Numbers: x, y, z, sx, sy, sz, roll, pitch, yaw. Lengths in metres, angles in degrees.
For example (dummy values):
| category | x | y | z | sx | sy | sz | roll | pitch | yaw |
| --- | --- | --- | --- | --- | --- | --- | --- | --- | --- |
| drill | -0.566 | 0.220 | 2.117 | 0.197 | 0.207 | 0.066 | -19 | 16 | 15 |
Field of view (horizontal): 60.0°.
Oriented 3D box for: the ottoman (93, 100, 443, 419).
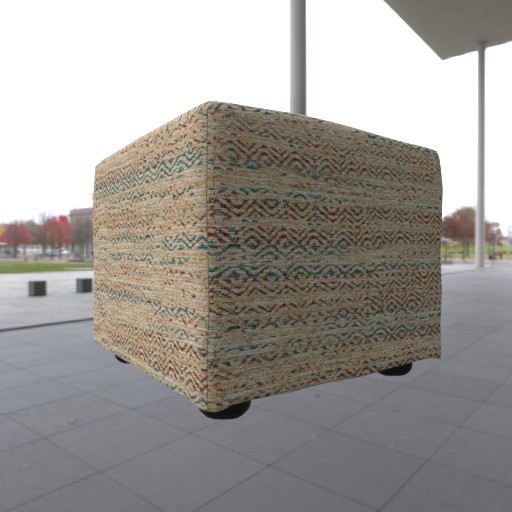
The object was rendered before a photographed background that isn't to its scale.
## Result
| category | x | y | z | sx | sy | sz | roll | pitch | yaw |
| --- | --- | --- | --- | --- | --- | --- | --- | --- | --- |
| ottoman | 0.000 | 0.000 | 0.891 | 0.512 | 0.453 | 0.521 | 0 | 1 | -35 |
